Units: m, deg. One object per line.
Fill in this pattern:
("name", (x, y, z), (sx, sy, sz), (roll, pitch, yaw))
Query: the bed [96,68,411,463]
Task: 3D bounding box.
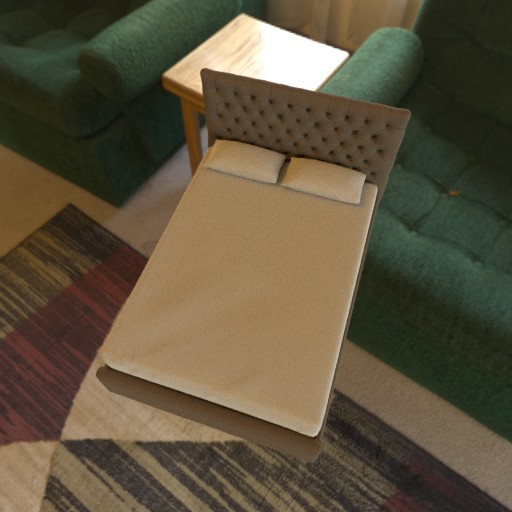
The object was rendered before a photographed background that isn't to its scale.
("bed", (0.000, 0.000, 3.441), (1.698, 1.427, 2.387), (16, 58, 10))
